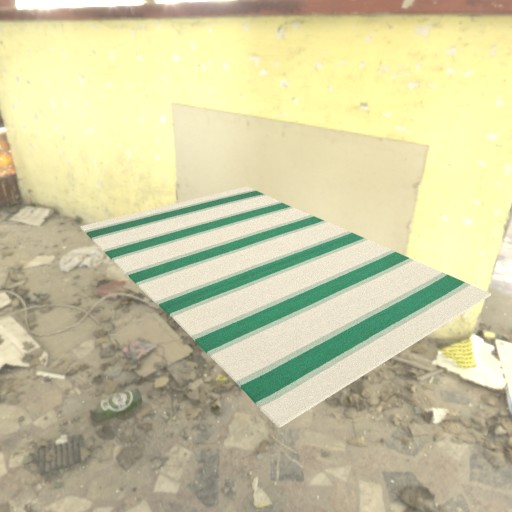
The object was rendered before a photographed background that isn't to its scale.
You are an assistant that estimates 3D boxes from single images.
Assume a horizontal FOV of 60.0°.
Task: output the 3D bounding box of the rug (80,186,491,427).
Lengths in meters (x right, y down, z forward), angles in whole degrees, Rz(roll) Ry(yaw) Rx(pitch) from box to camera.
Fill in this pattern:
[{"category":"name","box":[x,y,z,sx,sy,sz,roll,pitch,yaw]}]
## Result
[{"category":"rug","box":[0.000,0.000,2.271,1.210,0.012,1.829,-19,33,-32]}]
